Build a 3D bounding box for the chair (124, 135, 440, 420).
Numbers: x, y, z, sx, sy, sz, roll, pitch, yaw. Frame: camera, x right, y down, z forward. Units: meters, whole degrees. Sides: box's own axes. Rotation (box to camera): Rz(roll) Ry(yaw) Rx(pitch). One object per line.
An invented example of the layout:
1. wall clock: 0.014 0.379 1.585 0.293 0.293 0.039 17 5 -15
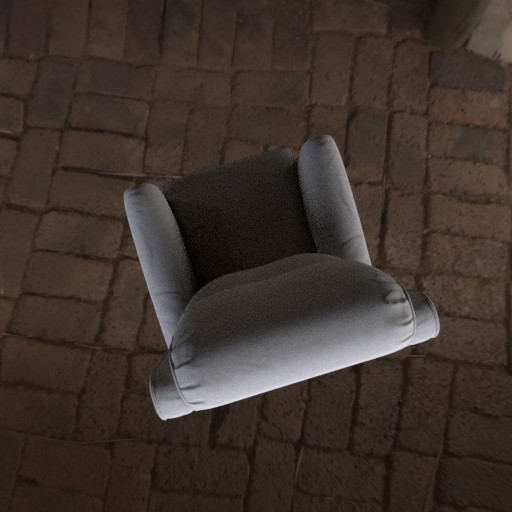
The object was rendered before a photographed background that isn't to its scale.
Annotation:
1. chair: 0.000 0.000 1.692 0.859 1.046 0.919 -16 77 -4
